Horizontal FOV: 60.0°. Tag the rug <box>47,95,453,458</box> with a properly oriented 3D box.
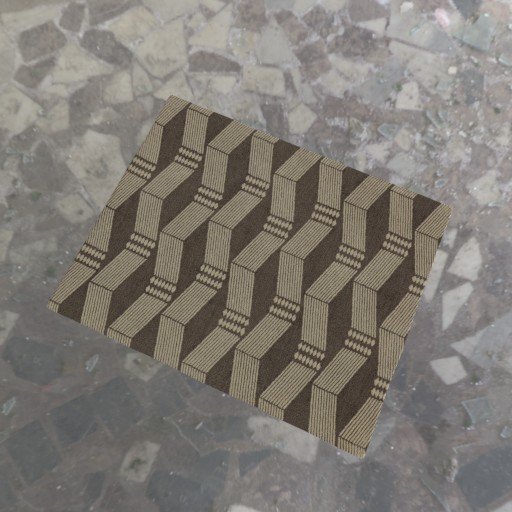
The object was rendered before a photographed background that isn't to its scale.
[{"bbox_3d":[0.000,0.000,4.114,3.048,0.016,2.438,24,76,6],"label":"rug"}]
